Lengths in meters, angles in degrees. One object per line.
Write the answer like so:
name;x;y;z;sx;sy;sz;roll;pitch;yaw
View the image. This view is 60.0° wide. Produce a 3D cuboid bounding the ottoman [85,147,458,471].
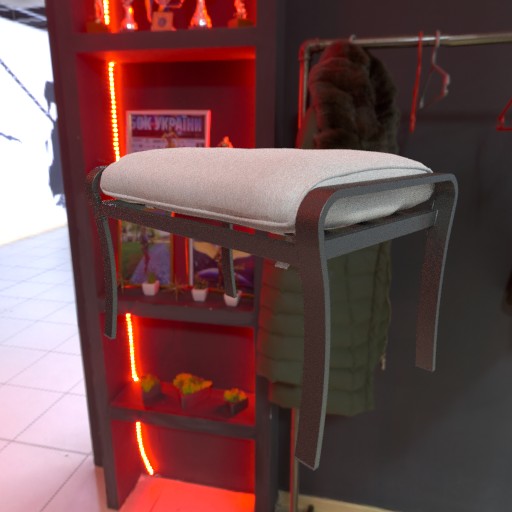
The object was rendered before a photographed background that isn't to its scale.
ottoman;0.000;0.000;0.892;0.406;0.422;0.610;-15;21;-43
